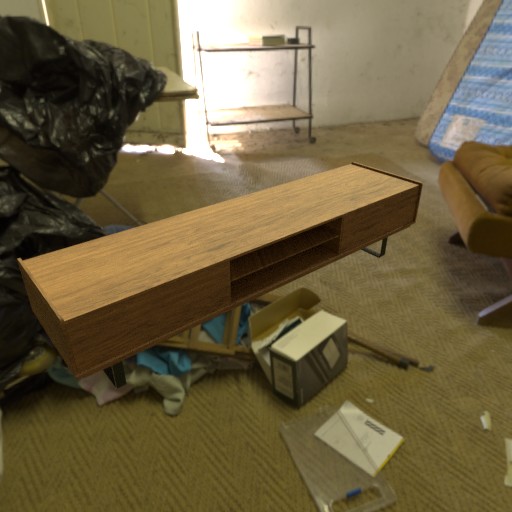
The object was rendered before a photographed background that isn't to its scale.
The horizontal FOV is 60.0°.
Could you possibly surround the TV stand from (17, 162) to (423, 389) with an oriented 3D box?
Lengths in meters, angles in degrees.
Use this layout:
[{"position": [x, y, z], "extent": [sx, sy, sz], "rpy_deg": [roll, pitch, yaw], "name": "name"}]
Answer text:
[{"position": [0.000, 0.000, 1.999], "extent": [1.796, 0.415, 0.467], "rpy_deg": [-22, 36, -33], "name": "TV stand"}]
